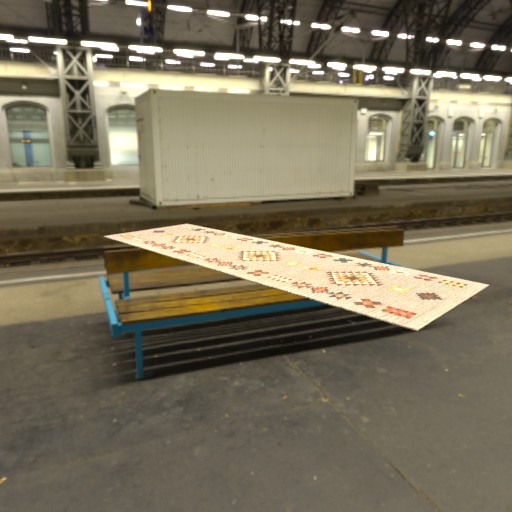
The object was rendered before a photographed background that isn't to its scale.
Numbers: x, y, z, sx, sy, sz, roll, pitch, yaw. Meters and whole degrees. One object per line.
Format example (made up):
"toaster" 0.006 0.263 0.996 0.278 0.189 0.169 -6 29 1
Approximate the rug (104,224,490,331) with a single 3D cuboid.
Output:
"rug" 0.000 0.000 2.712 2.432 0.008 0.766 14 19 43
